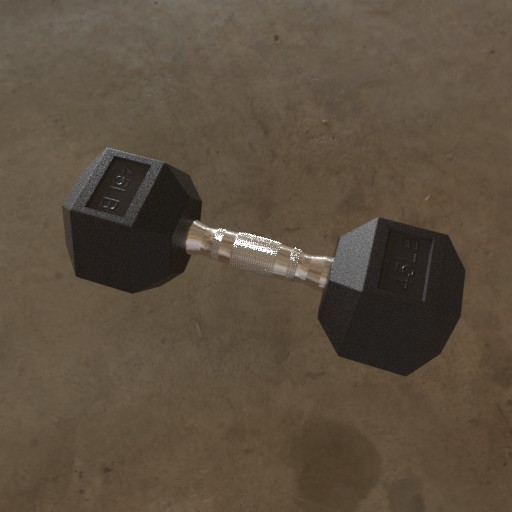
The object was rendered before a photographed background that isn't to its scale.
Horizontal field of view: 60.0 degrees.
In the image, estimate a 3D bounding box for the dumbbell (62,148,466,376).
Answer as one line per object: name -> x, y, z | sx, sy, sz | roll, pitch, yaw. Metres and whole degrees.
dumbbell -> 0.000, 0.000, 0.421 | 0.356, 0.123, 0.141 | 16, 64, 8
